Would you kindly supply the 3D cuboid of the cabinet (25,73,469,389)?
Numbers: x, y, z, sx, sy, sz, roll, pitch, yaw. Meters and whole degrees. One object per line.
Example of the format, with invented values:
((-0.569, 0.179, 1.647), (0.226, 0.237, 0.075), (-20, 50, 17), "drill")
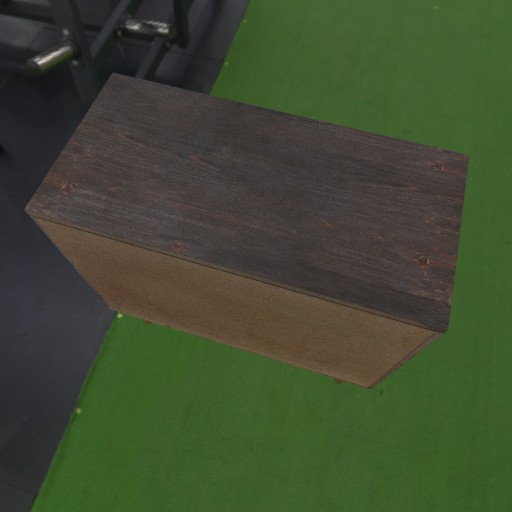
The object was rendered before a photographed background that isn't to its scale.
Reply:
((0.000, 0.000, 1.527), (1.023, 0.897, 0.529), (16, 64, 8), "cabinet")
